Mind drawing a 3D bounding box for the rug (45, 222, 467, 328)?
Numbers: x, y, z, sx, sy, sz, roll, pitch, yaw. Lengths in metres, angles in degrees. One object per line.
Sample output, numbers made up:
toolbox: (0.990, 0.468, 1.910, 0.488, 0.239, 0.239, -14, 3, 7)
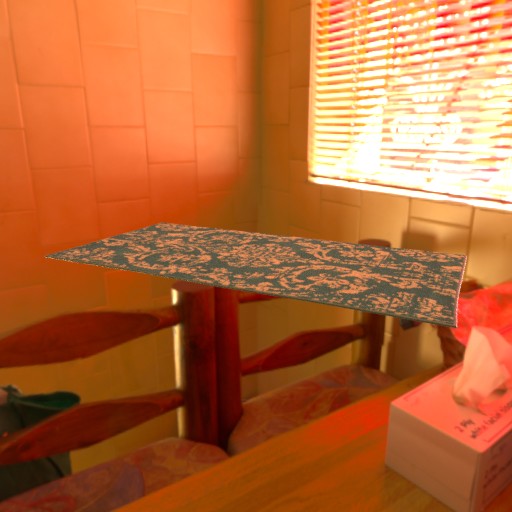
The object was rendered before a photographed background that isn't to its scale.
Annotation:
rug: (0.000, 0.000, 1.426, 1.219, 0.007, 0.604, 8, 17, 25)
